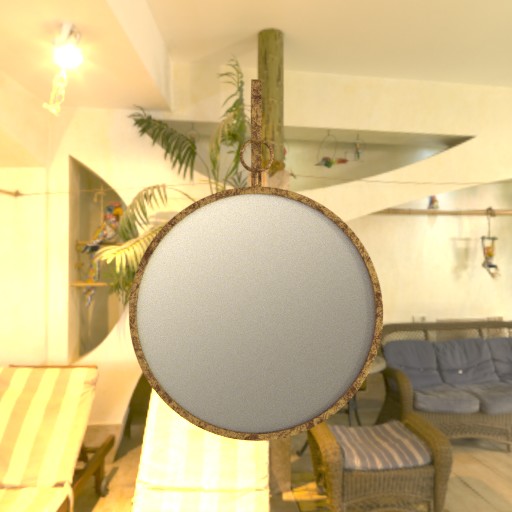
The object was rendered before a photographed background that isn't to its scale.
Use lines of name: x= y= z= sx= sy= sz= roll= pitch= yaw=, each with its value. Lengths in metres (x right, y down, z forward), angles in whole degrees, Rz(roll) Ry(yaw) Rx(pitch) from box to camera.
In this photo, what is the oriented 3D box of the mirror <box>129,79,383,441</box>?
mirror: x=0.000 y=0.000 z=0.845 sx=0.447 sy=0.651 sz=0.144 roll=0 pitch=-1 yaw=-1
